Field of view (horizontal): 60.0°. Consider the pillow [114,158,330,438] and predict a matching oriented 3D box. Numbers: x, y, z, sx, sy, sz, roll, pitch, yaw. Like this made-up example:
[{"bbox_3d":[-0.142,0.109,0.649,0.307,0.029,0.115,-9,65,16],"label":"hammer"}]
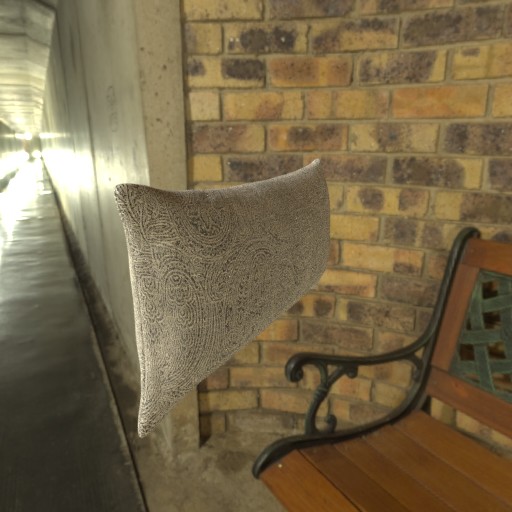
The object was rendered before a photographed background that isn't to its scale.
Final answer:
[{"bbox_3d":[0.000,0.000,0.738,0.151,0.295,0.615,8,17,26],"label":"pillow"}]
